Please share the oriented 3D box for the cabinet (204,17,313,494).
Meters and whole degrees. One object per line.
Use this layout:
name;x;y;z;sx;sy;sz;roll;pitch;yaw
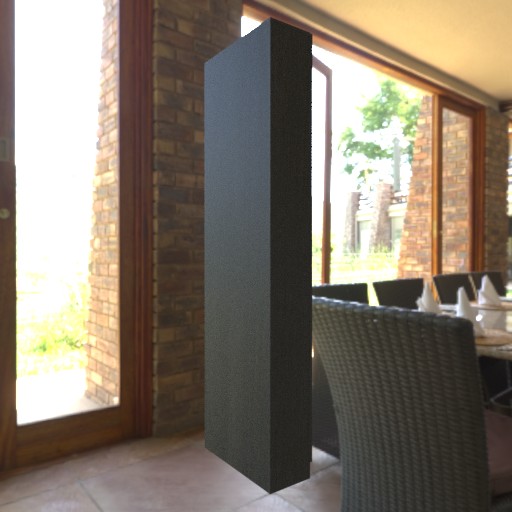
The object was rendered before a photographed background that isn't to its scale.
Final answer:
cabinet;0.000;0.000;1.932;0.230;1.790;0.500;0;0;-36
